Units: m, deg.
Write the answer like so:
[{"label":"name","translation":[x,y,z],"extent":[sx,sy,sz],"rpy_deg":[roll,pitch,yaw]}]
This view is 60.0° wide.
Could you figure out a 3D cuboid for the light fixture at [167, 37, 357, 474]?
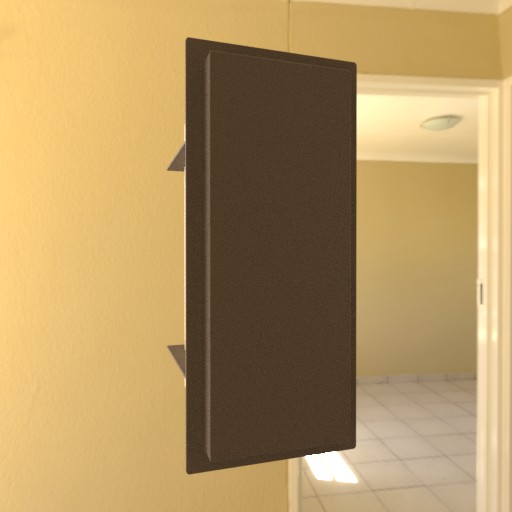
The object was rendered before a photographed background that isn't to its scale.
[{"label":"light fixture","translation":[0.000,0.000,0.428],"extent":[0.153,0.347,0.146],"rpy_deg":[0,0,-18]}]
